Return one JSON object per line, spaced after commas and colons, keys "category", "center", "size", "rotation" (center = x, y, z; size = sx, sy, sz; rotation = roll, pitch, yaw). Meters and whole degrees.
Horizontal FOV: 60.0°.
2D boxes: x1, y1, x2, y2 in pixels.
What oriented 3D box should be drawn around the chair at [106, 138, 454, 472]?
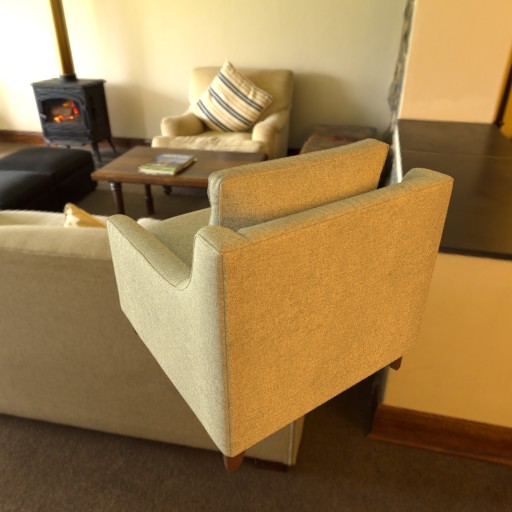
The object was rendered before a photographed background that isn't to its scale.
{"category": "chair", "center": [0.000, 0.000, 1.607], "size": [0.838, 0.864, 0.918], "rotation": [-19, 34, -30]}
